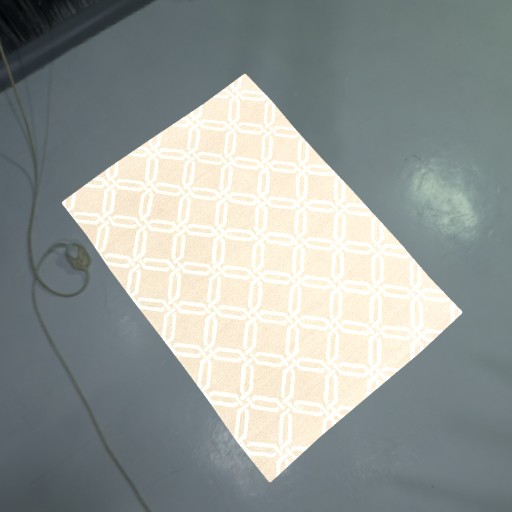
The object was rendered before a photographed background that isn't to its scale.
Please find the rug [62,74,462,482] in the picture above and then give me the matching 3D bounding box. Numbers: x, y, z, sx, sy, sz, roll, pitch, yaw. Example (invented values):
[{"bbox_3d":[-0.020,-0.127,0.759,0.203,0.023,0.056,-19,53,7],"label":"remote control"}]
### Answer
[{"bbox_3d":[0.000,0.000,2.764,1.524,0.013,2.135,-38,79,-8],"label":"rug"}]
